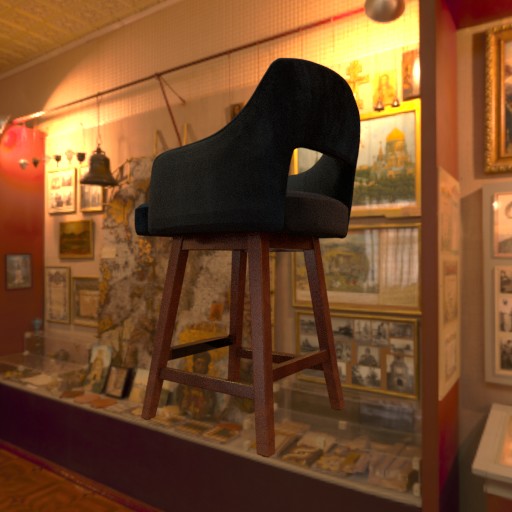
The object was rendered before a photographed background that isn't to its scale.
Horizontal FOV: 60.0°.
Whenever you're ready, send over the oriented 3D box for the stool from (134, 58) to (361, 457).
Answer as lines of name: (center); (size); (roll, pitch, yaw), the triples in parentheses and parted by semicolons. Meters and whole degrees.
stool: (0.000, 0.000, 1.302); (0.560, 0.940, 0.550); (0, -1, 36)
